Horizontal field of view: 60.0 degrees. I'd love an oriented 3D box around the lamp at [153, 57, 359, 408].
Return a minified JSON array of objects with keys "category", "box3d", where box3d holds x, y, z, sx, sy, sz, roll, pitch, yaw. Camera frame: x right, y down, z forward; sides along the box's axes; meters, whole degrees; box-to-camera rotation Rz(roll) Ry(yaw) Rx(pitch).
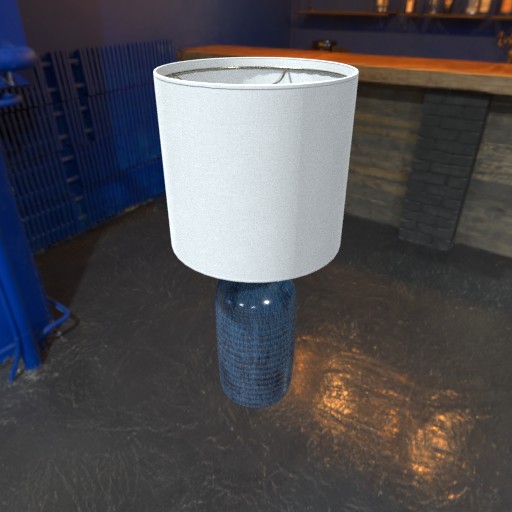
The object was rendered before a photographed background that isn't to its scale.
[{"category":"lamp","box3d":[0.000,0.000,0.604,0.220,0.475,0.220,20,36,31]}]
